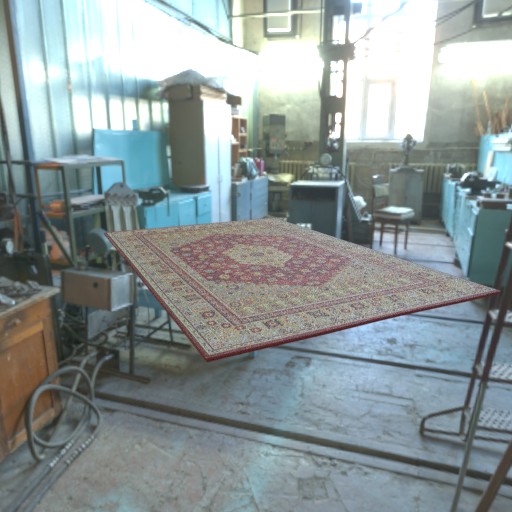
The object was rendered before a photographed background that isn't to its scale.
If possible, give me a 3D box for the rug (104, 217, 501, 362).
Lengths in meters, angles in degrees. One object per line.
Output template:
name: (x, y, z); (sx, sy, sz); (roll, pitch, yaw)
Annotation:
rug: (0.000, 0.000, 2.207); (1.194, 0.013, 1.802); (-7, 17, -26)
